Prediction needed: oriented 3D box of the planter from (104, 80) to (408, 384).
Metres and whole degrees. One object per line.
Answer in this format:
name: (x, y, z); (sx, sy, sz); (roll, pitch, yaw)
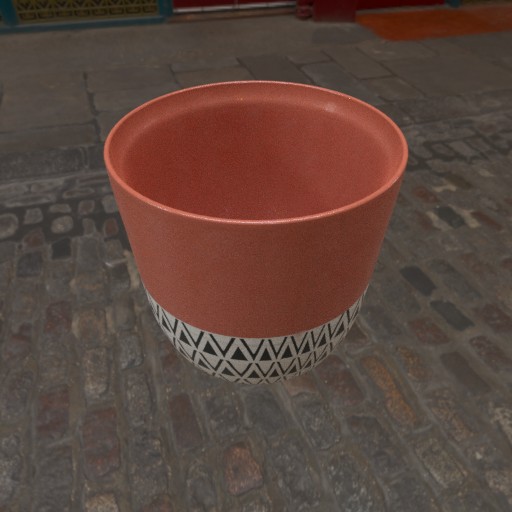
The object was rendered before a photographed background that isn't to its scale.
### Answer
planter: (0.000, 0.000, 0.362); (0.195, 0.214, 0.195); (0, 41, 0)
